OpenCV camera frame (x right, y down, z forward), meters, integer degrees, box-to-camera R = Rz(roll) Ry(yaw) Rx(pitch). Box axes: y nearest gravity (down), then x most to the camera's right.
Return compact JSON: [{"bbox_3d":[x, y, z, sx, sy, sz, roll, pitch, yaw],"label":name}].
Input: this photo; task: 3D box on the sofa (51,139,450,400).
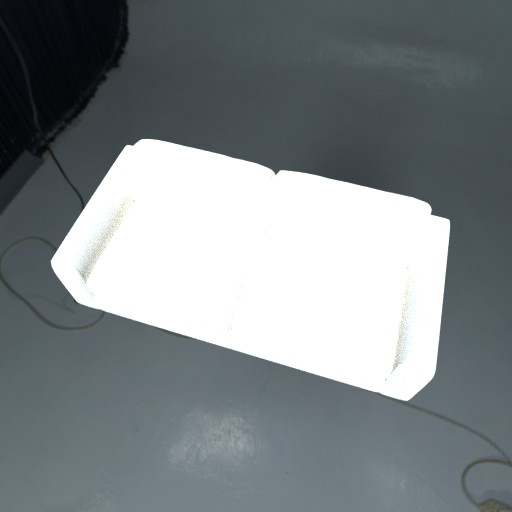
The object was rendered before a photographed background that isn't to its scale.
[{"bbox_3d":[0.000,0.000,2.811,2.262,0.801,1.070,15,59,9],"label":"sofa"}]
